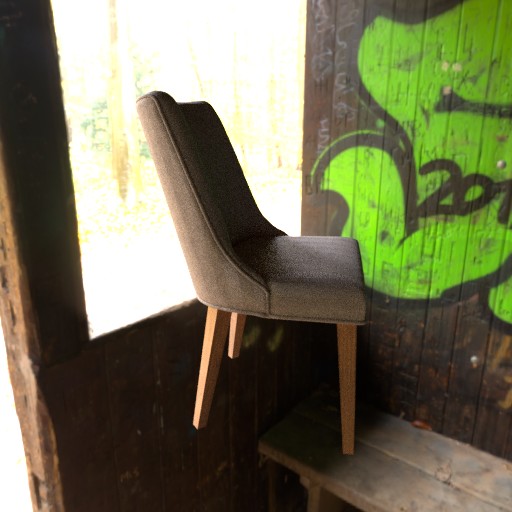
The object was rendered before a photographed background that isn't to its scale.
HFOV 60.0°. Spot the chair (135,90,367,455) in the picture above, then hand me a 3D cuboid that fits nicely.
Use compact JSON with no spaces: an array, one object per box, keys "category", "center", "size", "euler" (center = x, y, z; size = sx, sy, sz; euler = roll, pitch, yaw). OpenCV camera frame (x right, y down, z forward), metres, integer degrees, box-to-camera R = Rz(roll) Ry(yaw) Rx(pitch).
[{"category":"chair","center":[0.000,0.000,1.336],"size":[0.636,0.916,0.548],"euler":[3,16,10]}]
